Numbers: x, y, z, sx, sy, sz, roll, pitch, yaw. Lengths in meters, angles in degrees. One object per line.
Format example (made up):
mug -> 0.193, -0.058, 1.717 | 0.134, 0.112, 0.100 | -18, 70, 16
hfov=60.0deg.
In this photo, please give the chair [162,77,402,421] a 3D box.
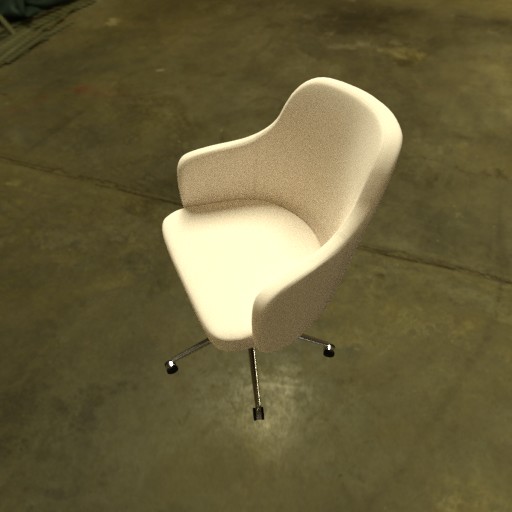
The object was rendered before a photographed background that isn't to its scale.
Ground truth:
chair -> 0.000, 0.000, 1.262 | 0.647, 0.819, 0.602 | -18, 48, -17
